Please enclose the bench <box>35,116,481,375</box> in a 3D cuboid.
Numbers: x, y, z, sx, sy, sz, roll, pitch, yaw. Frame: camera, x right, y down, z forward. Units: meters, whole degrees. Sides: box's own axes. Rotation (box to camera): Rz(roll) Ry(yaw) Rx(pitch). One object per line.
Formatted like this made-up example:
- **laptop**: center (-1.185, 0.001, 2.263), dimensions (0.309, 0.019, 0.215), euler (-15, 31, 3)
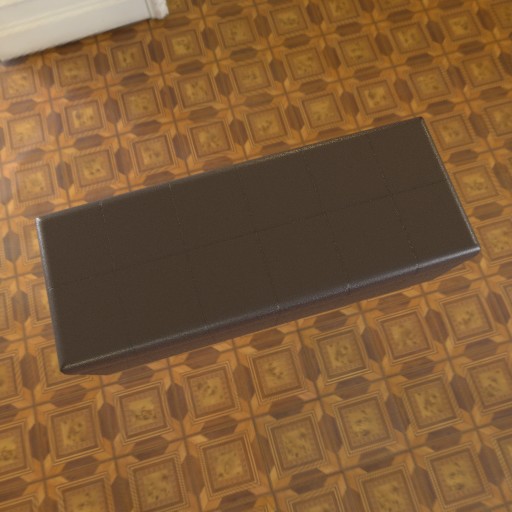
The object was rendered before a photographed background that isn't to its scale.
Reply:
- **bench**: center (0.000, 0.000, 1.344), dimensions (1.092, 0.457, 0.429), euler (-16, 75, -4)
